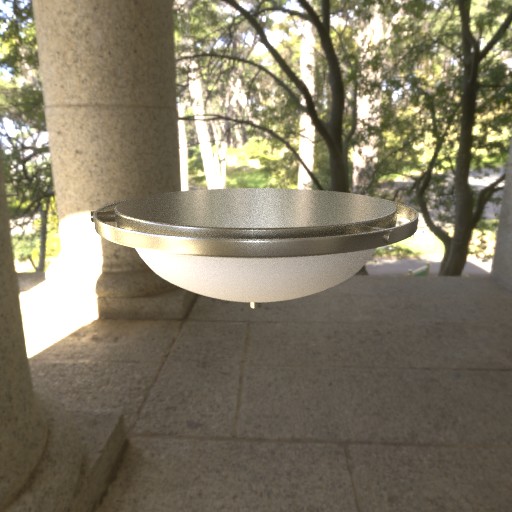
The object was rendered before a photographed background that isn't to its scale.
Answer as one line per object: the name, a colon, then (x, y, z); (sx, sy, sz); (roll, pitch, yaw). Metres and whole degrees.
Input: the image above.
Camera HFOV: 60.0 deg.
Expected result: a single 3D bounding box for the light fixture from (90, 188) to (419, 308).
light fixture: (0.000, 0.000, 0.536); (0.361, 0.130, 0.361); (0, 15, 0)
